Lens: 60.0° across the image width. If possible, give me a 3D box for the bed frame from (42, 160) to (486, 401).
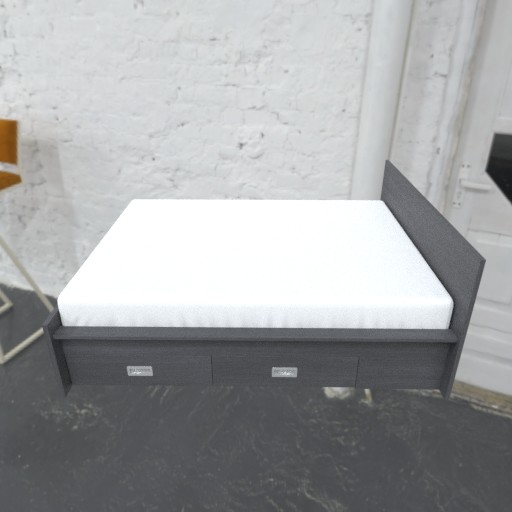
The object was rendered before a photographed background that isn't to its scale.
[{"bbox_3d":[0.000,0.000,2.782,1.960,0.800,1.622,0,27,1],"label":"bed frame"}]
